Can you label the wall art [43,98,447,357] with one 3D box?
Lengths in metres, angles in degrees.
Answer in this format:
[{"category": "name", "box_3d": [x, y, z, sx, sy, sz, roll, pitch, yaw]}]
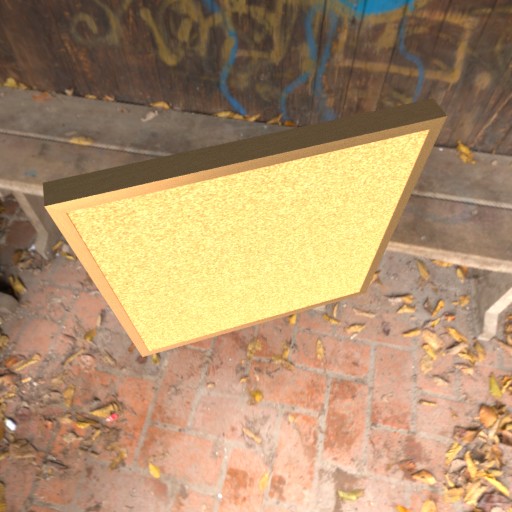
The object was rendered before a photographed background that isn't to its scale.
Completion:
[{"category": "wall art", "box_3d": [0.000, 0.000, 0.764, 0.510, 0.509, 0.037, -15, 59, -9]}]
